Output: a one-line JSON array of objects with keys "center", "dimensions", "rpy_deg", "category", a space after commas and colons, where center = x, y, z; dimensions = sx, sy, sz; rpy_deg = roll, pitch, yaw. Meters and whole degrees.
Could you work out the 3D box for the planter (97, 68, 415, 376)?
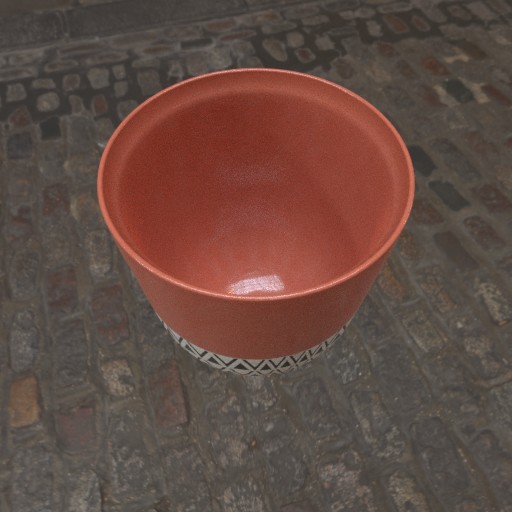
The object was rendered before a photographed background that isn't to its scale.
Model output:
[{"center": [0.000, 0.000, 0.365], "dimensions": [0.195, 0.214, 0.195], "rpy_deg": [0, 57, 0], "category": "planter"}]
